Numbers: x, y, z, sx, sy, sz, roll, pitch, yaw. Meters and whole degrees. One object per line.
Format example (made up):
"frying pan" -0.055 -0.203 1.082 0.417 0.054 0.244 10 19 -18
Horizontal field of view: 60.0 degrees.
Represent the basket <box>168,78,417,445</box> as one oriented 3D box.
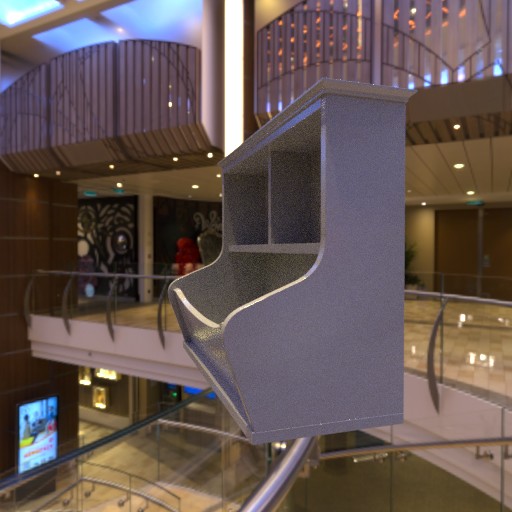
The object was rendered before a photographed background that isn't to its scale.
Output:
"basket" 0.000 0.000 1.109 0.350 0.600 0.780 0 1 -18
